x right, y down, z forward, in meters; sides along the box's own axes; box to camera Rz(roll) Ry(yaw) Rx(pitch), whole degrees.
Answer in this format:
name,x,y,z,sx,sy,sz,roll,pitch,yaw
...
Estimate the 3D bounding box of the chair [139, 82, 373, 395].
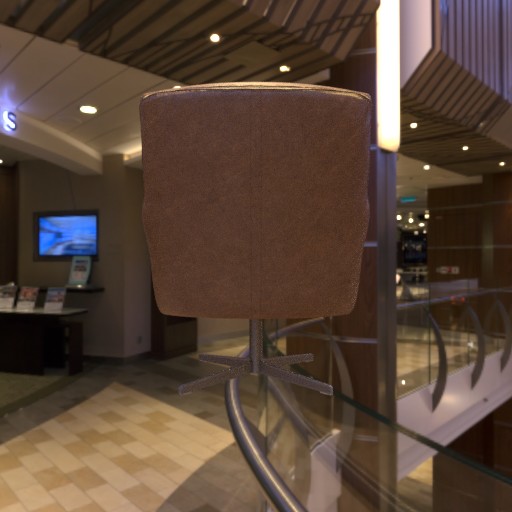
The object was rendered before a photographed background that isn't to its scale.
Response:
name,x,y,z,sx,sy,sz,roll,pitch,yaw
chair,0.000,0.000,1.521,0.729,0.869,0.874,0,0,0
